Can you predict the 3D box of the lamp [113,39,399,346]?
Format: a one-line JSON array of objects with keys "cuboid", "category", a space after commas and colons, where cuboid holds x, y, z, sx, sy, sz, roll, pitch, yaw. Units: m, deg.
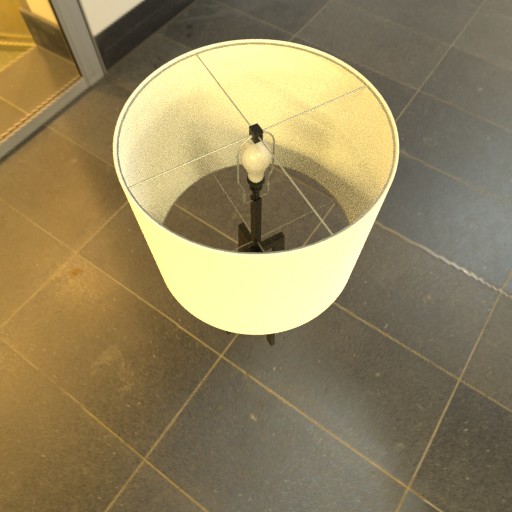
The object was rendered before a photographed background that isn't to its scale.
[{"cuboid": [0.000, 0.000, 0.615, 0.257, 0.489, 0.257, 14, 63, 7], "category": "lamp"}]
